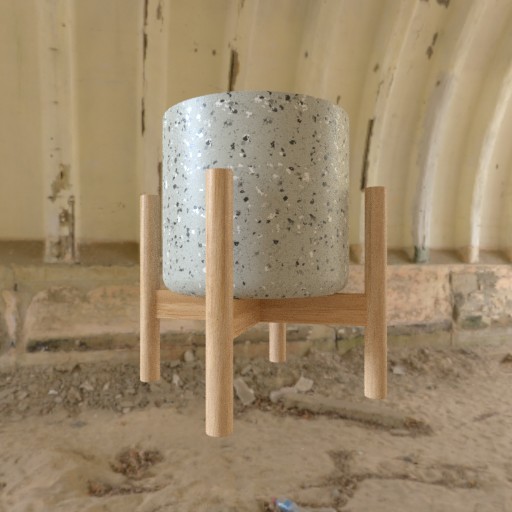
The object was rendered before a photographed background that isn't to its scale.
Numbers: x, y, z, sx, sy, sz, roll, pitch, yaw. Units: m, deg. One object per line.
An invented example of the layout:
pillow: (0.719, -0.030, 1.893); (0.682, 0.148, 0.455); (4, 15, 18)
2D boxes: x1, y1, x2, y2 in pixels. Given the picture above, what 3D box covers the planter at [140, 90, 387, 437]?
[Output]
planter: (0.000, 0.000, 0.539); (0.284, 0.320, 0.284); (0, 0, 36)
